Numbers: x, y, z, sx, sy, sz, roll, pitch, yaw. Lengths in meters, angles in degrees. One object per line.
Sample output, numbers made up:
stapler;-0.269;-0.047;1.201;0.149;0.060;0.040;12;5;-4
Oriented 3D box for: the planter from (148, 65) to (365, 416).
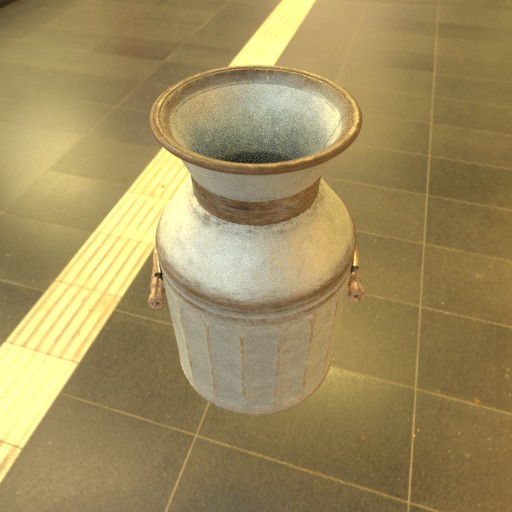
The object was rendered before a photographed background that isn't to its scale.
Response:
planter;0.000;0.000;0.500;0.248;0.358;0.215;-2;46;-2
